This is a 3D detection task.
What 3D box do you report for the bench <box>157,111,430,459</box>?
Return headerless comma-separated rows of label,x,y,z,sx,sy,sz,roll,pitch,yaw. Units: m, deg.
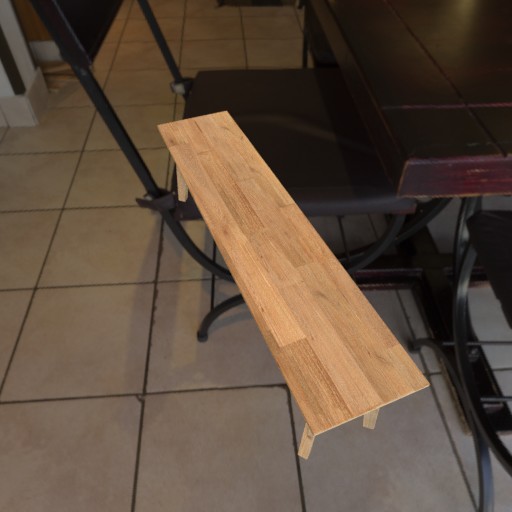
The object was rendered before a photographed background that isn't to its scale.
bench,0.000,0.000,1.920,0.378,0.431,1.698,-17,49,-15
